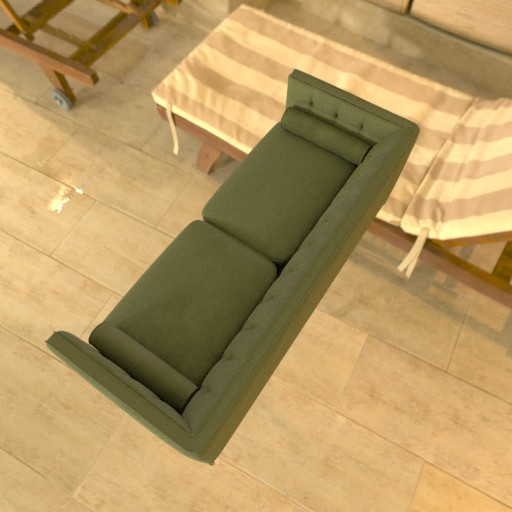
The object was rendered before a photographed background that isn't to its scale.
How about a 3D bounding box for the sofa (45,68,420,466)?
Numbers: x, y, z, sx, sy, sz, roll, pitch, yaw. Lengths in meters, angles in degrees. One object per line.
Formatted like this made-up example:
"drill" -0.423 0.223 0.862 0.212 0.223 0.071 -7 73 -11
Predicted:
"sofa" 0.000 0.000 2.527 0.867 0.789 2.087 31 67 15
